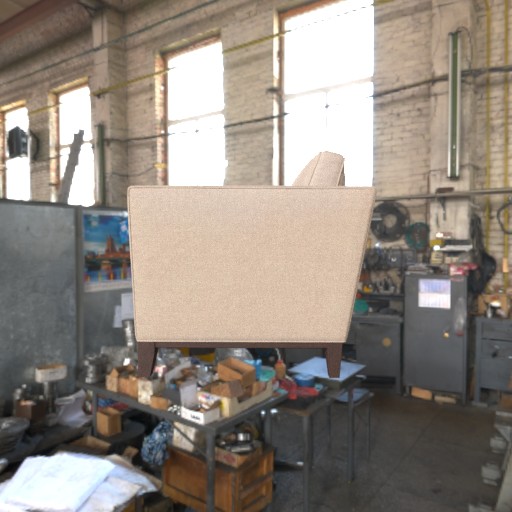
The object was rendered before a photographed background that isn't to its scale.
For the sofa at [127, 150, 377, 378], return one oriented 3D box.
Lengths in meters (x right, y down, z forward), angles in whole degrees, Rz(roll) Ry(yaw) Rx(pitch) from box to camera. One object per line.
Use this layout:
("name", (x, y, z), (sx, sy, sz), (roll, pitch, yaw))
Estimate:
("sofa", (0.000, 0.000, 2.886), (0.965, 0.940, 2.388), (0, 1, 1))
